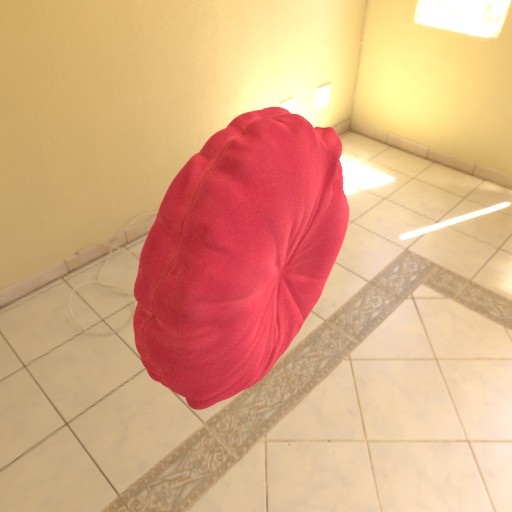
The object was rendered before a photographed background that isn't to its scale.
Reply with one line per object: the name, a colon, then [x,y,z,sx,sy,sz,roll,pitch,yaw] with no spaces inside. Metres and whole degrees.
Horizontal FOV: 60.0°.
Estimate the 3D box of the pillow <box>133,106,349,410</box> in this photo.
pillow: [0.000,0.000,0.639,0.148,0.407,0.428,25,46,26]
